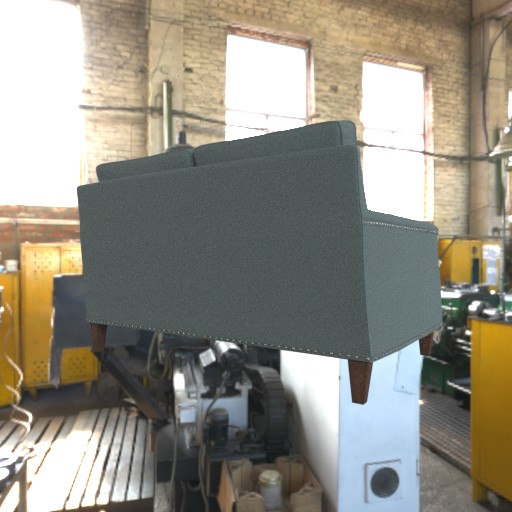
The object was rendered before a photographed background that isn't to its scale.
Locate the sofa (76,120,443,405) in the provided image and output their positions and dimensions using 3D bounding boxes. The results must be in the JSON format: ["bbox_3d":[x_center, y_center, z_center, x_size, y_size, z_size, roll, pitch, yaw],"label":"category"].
[{"bbox_3d":[0.000,0.000,2.263,1.597,1.003,1.084,0,0,35],"label":"sofa"}]
